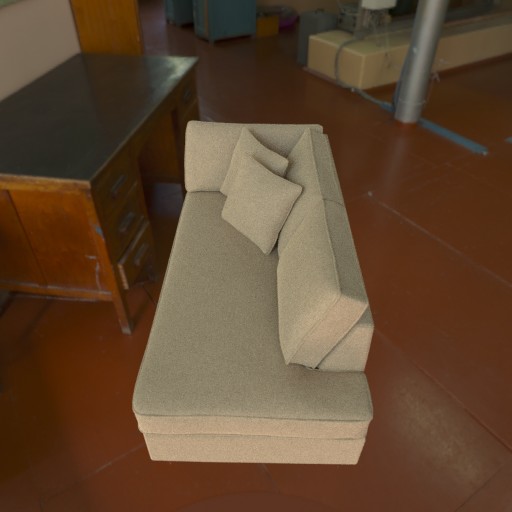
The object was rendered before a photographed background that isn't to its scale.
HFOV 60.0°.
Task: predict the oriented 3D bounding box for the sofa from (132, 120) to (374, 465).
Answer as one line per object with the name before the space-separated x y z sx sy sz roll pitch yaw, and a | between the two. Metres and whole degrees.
sofa | 0.000 0.000 2.795 1.110 1.033 2.237 1 40 1
